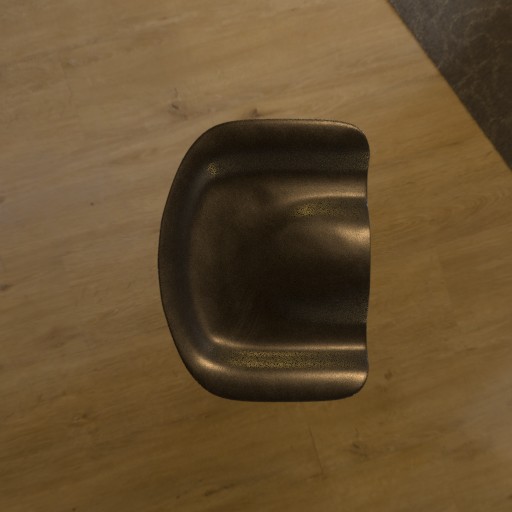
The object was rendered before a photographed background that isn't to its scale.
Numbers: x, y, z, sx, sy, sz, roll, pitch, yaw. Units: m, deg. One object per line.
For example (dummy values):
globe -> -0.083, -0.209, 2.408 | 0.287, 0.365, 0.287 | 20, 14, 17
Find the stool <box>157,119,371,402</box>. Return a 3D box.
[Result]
stool -> 0.000, 0.000, 0.995 | 0.361, 0.749, 0.440 | 0, 91, -2
